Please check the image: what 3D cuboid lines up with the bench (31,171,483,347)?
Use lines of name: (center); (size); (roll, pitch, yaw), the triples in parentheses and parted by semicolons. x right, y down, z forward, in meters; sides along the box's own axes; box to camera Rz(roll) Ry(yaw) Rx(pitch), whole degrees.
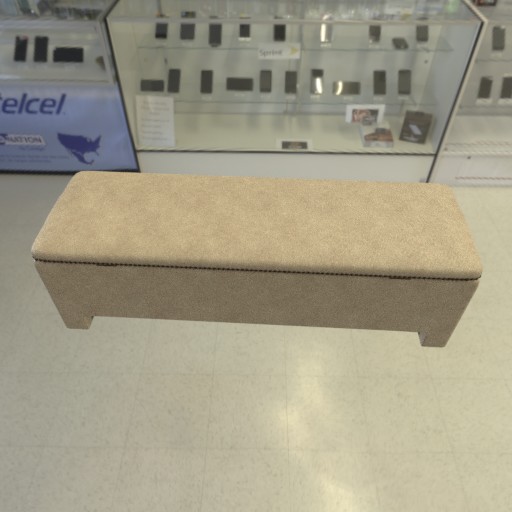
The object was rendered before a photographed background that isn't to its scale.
bench: (0.000, 0.000, 1.713); (1.482, 0.447, 0.470); (2, 46, 2)
